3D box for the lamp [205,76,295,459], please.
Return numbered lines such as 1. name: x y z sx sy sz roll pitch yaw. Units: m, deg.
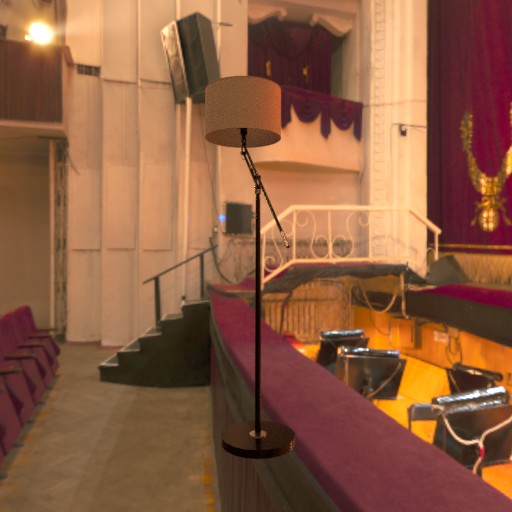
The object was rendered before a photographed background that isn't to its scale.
1. lamp: 0.000 0.000 1.972 0.373 1.635 0.809 0 0 -17
